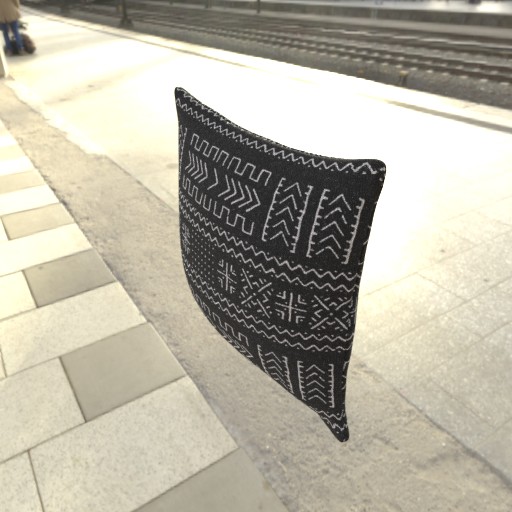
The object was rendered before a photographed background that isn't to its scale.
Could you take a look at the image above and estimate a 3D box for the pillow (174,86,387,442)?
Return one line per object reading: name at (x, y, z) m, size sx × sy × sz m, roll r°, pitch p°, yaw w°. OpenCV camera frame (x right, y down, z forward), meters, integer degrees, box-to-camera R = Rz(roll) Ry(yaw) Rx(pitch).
pillow at (0.000, 0.000, 0.679) m, size 0.164 × 0.430 × 0.438 m, roll -21°, pitch 37°, yaw -30°
